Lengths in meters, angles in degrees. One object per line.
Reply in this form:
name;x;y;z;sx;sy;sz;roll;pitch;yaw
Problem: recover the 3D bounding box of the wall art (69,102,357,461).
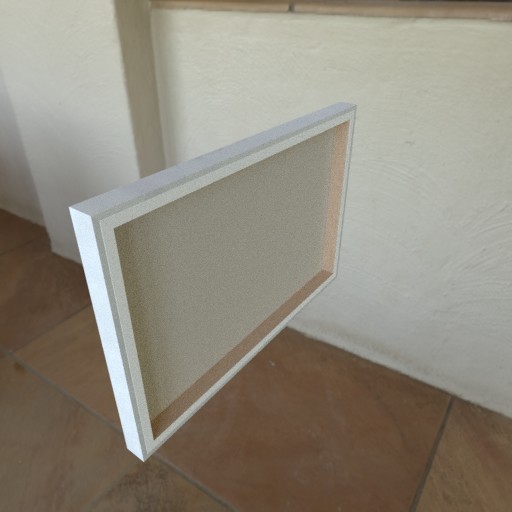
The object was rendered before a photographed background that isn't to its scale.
wall art;0.000;0.000;0.772;0.038;0.407;0.609;21;37;31
